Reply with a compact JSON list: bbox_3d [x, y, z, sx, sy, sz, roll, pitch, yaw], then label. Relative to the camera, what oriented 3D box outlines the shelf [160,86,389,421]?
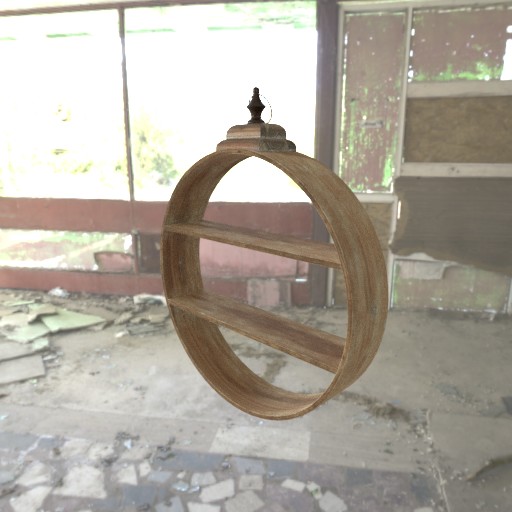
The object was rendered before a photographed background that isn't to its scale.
[{"bbox_3d":[0.000,0.000,1.008,0.601,0.725,0.125,14,19,43],"label":"shelf"}]
